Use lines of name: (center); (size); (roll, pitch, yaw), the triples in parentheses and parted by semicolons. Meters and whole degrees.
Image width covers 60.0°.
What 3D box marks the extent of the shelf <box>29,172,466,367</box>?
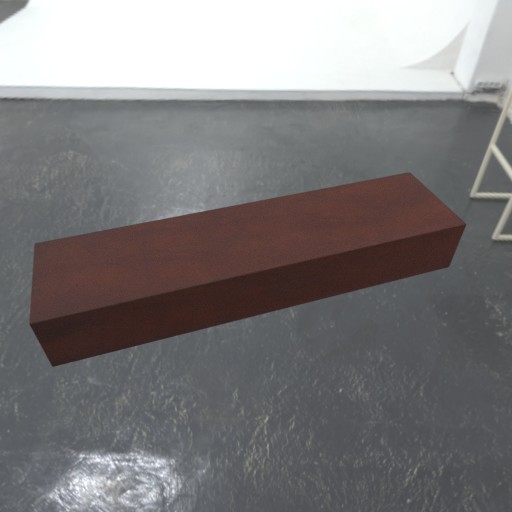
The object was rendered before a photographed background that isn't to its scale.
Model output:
shelf: (0.000, 0.000, 0.670); (0.607, 0.088, 0.152); (-12, 44, -13)
